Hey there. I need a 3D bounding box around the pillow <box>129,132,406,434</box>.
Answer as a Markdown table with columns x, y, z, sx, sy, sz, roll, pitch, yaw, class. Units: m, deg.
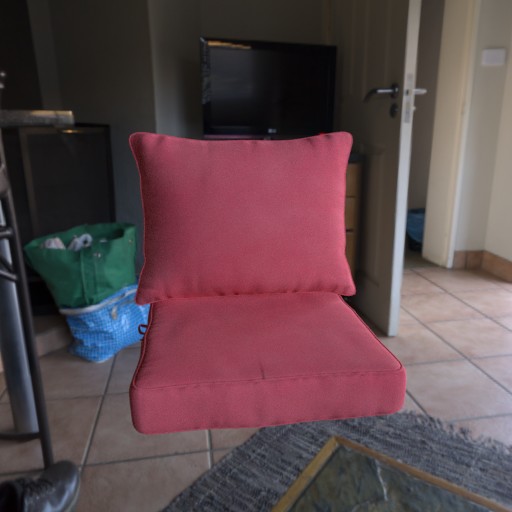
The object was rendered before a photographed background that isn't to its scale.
| x | y | z | sx | sy | sz | roll | pitch | yaw | class |
| --- | --- | --- | --- | --- | --- | --- | --- | --- | --- |
| 0.000 | 0.000 | 1.337 | 0.798 | 0.725 | 0.733 | -2 | 16 | -7 | pillow |
